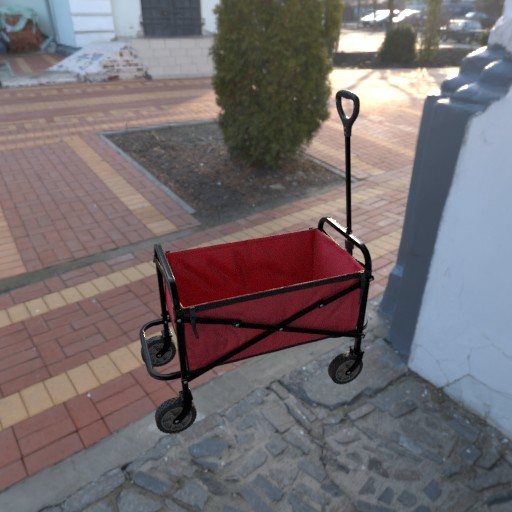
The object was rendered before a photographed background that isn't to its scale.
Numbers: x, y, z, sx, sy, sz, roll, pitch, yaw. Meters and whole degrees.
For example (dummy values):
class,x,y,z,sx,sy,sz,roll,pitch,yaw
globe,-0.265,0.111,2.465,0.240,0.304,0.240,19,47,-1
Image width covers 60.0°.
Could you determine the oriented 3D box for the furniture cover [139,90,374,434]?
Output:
class,x,y,z,sx,sy,sz,roll,pitch,yaw
furniture cover,0.000,0.000,1.883,1.038,1.295,0.532,-10,30,-18
